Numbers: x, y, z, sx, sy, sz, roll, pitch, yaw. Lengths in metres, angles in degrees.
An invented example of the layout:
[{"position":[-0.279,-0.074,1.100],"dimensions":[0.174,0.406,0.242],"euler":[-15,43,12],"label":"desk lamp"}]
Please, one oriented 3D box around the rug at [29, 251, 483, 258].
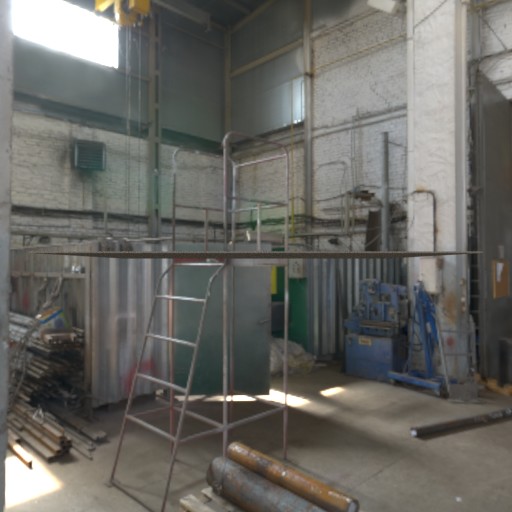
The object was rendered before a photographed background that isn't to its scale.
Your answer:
[{"position":[0.000,0.000,2.970],"dimensions":[2.235,0.008,1.600],"euler":[0,-1,0],"label":"rug"}]
